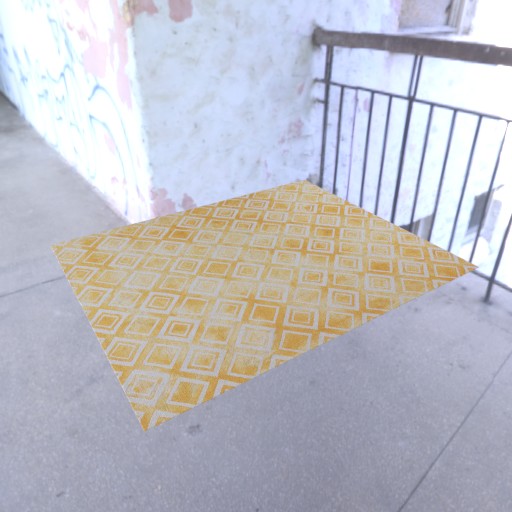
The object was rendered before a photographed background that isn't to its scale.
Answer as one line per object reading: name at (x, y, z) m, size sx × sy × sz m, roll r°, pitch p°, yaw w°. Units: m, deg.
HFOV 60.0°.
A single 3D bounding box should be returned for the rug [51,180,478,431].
rug at (0.000, 0.000, 3.999) m, size 3.037 × 0.011 × 2.433 m, roll -19°, pitch 36°, yaw -28°
